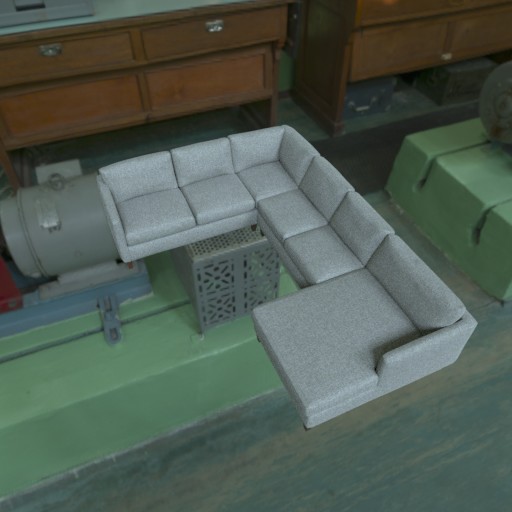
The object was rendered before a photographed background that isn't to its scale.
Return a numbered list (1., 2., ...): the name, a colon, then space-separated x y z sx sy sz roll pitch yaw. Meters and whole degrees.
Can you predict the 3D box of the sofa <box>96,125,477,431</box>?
1. sofa: 0.000 0.000 4.594 2.593 0.959 3.460 -18 49 -16
